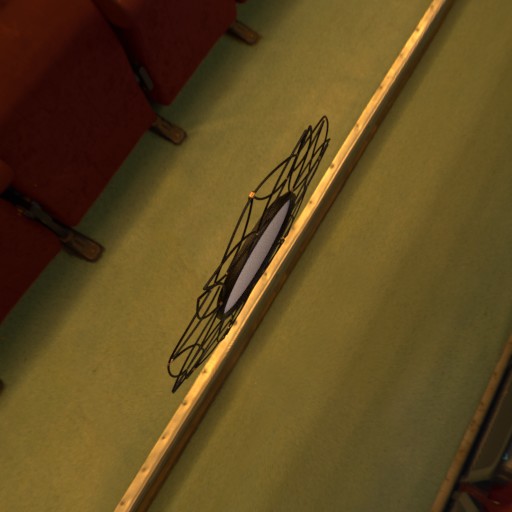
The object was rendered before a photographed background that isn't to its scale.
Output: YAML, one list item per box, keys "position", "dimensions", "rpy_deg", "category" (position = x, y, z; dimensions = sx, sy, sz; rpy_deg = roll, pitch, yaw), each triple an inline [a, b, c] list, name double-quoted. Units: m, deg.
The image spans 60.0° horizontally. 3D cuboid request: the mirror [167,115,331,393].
- position: [0.000, 0.000, 1.161]
  dimensions: [0.028, 0.775, 0.797]
  rpy_deg: [30, 76, 8]
  category: "mirror"
